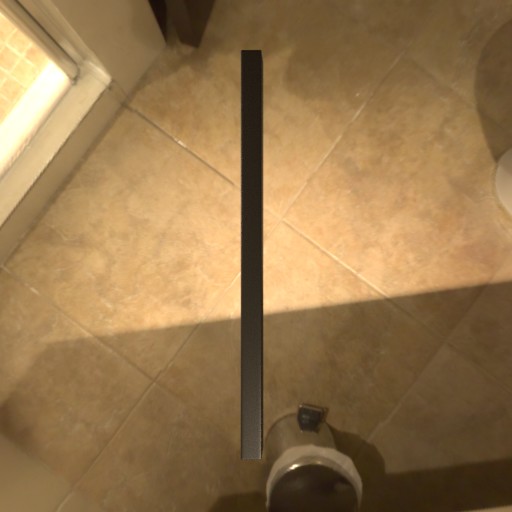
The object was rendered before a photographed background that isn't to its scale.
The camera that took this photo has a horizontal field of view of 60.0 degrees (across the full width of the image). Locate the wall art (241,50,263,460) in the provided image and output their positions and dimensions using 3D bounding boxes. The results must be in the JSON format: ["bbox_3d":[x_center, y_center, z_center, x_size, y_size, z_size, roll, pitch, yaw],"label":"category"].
[{"bbox_3d":[0.000,0.000,1.621,0.053,1.194,0.950,0,90,1],"label":"wall art"}]
